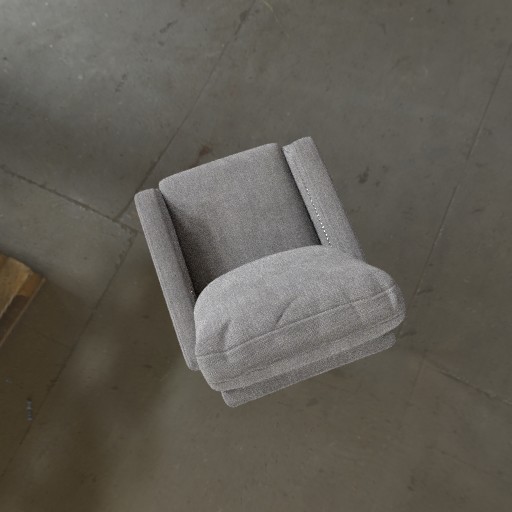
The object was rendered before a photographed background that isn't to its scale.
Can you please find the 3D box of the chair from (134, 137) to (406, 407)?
[{"bbox_3d":[0.000,0.000,1.657,0.710,1.049,0.922,-19,76,-5],"label":"chair"}]
